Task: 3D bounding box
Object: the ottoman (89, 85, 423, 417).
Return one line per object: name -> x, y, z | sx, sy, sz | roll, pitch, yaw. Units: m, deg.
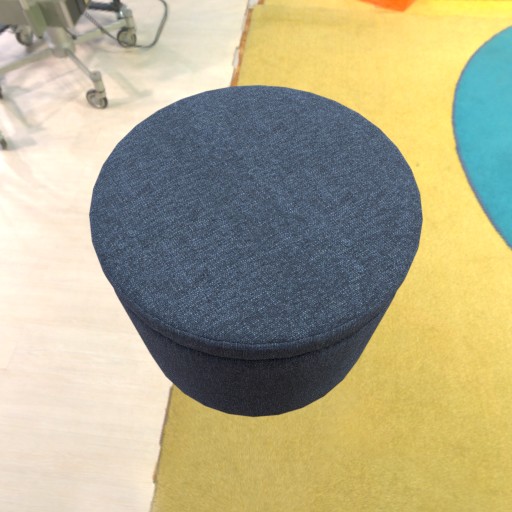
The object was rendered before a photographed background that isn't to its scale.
ottoman -> 0.000, 0.000, 0.828 | 0.500, 0.419, 0.500 | 0, 58, 0
